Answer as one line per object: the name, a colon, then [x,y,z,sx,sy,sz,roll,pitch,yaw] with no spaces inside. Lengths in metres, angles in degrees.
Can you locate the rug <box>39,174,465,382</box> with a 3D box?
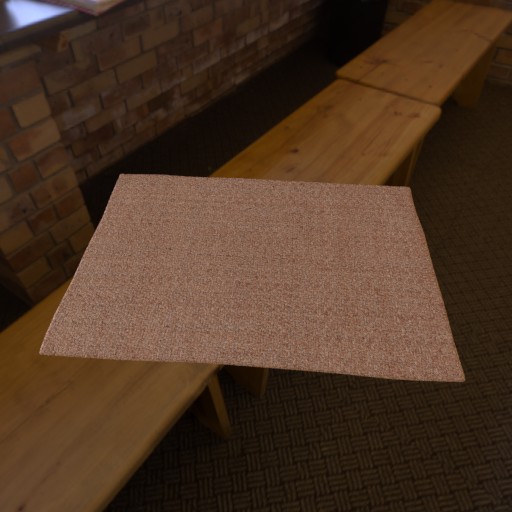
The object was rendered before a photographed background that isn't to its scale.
rug: [0.000,0.000,2.728,2.141,0.013,1.566,3,47,2]
